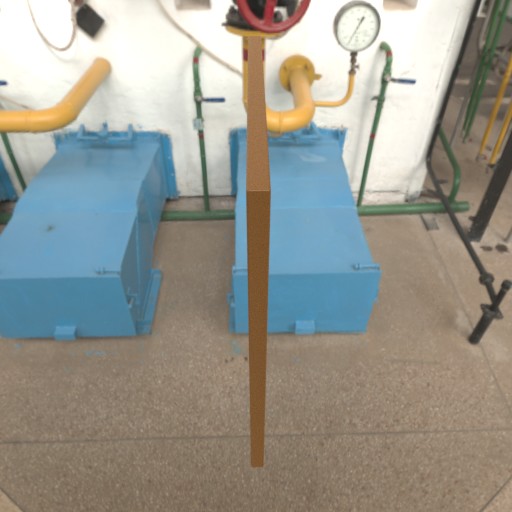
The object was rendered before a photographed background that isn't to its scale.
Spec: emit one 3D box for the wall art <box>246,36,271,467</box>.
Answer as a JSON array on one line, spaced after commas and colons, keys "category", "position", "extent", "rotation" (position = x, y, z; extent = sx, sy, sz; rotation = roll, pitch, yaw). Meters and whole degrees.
[{"category": "wall art", "position": [0.000, 0.000, 0.729], "extent": [0.021, 0.550, 0.449], "rotation": [0, 42, 0]}]
